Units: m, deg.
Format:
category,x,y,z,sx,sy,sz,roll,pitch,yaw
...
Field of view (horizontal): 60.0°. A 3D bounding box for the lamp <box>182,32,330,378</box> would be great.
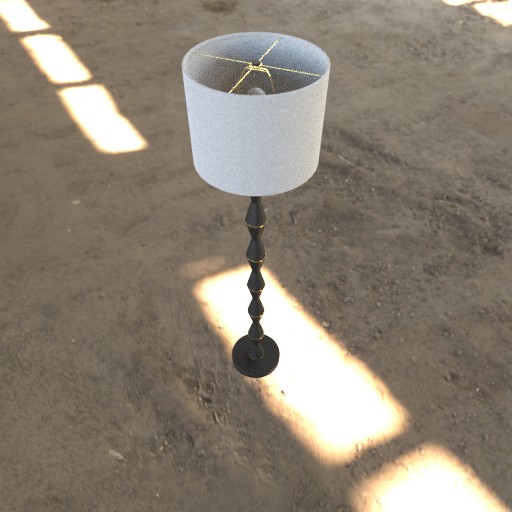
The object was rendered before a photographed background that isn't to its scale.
category,x,y,z,sx,sy,sz,roll,pitch,yaw
lamp,0.000,0.000,1.683,0.381,1.480,0.381,17,49,15
